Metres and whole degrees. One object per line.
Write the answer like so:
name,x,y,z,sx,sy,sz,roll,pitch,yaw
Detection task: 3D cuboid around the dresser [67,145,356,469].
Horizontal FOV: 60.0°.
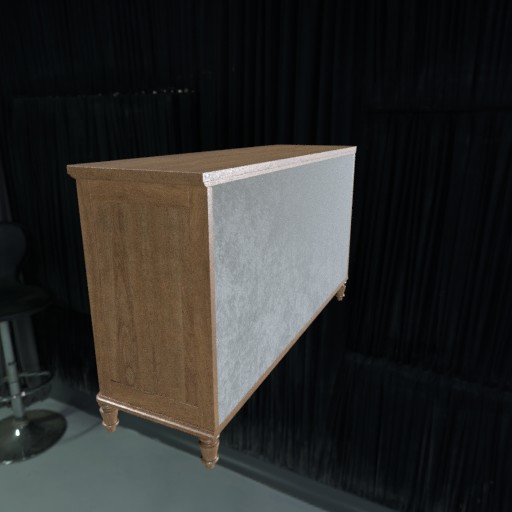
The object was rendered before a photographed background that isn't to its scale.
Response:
dresser,0.000,0.000,1.966,0.468,0.892,1.583,8,18,24
